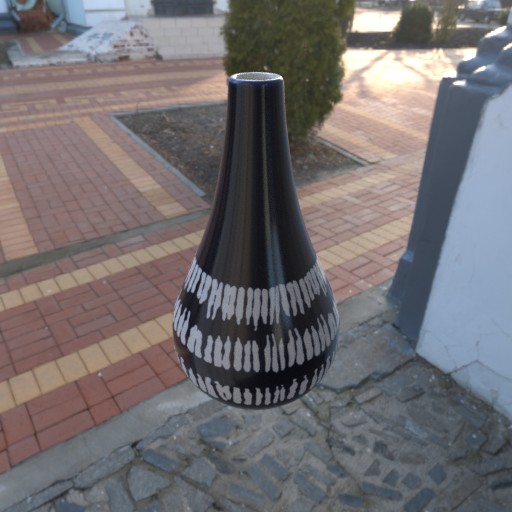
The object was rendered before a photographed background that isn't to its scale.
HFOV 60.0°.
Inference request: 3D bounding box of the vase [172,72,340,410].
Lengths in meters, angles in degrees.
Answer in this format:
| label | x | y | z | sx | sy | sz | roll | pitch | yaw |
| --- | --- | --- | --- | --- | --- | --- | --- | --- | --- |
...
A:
| label | x | y | z | sx | sy | sz | roll | pitch | yaw |
| --- | --- | --- | --- | --- | --- | --- | --- | --- | --- |
| vase | 0.000 | 0.000 | 0.387 | 0.159 | 0.295 | 0.159 | 0 | 31 | 0 |
